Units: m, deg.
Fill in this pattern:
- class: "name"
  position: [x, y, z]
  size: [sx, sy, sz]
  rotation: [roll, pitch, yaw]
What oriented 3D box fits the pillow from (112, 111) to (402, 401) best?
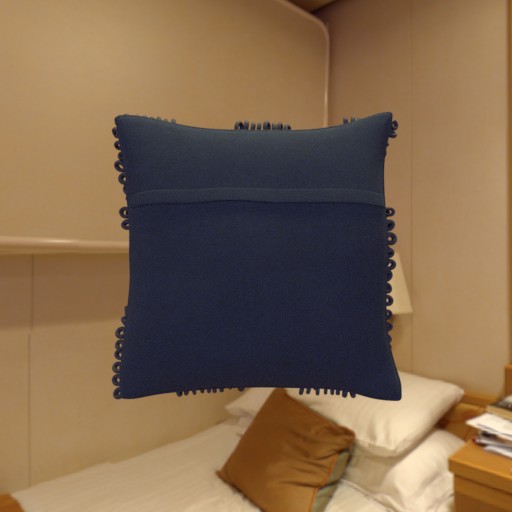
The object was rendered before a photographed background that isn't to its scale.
- class: "pillow"
  position: [0.000, 0.000, 0.723]
  size: [0.469, 0.466, 0.172]
  rotation: [0, 0, -1]
